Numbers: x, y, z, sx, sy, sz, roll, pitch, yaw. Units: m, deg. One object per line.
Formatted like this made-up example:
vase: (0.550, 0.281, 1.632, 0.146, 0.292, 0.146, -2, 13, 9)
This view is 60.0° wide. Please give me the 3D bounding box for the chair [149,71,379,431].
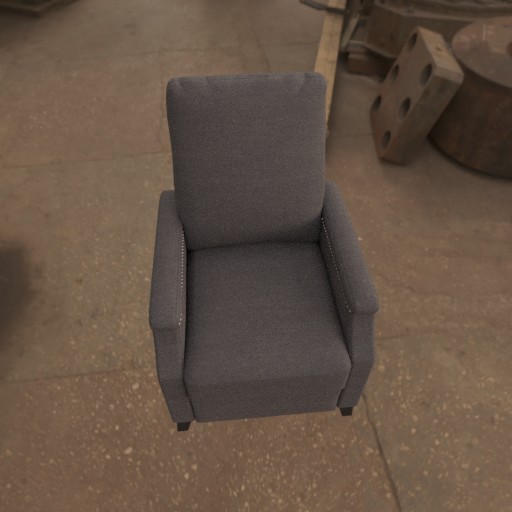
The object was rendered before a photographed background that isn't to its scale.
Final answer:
chair: (0.000, 0.000, 1.632, 0.710, 1.049, 0.922, -4, 48, -4)
